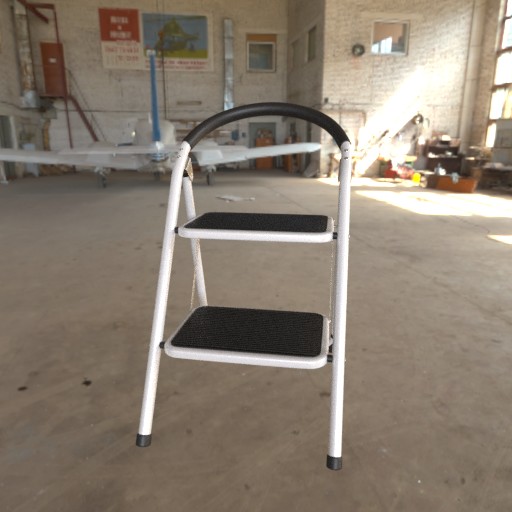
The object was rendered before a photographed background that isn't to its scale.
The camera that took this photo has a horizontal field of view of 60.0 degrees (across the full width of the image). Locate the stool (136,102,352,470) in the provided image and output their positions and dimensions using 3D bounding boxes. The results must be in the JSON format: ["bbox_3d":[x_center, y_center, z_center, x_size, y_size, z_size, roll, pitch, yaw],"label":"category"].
[{"bbox_3d":[0.000,0.000,1.102,0.453,0.760,0.559,3,15,9],"label":"stool"}]
